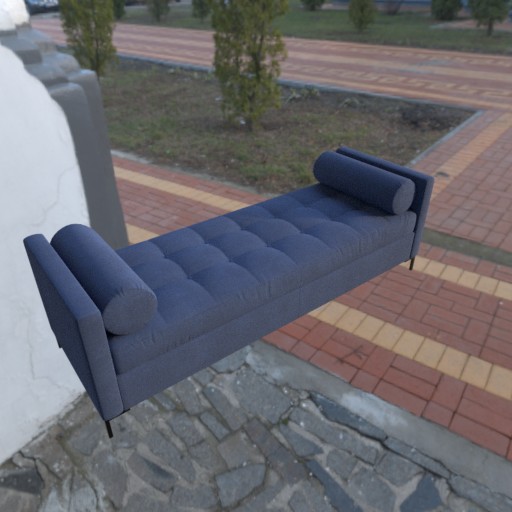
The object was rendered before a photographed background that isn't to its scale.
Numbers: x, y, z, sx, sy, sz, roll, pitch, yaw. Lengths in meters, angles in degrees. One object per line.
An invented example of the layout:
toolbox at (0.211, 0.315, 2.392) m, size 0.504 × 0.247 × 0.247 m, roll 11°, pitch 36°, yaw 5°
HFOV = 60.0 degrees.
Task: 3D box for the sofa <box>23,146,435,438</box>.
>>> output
sofa at (0.000, 0.000, 2.313) m, size 1.981 × 0.635 × 0.686 m, roll -22°, pitch 38°, yaw -31°
